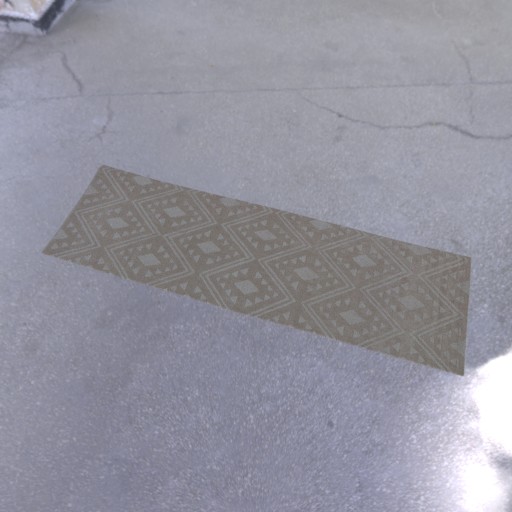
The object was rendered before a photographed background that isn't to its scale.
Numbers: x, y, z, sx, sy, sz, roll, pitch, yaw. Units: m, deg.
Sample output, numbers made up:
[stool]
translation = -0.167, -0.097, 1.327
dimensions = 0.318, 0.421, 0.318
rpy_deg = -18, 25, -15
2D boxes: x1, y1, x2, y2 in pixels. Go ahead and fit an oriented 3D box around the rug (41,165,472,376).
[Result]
[rug]
translation = 0.000, 0.000, 2.638
dimensions = 2.452, 0.051, 0.752
rpy_deg = 15, 59, 9
